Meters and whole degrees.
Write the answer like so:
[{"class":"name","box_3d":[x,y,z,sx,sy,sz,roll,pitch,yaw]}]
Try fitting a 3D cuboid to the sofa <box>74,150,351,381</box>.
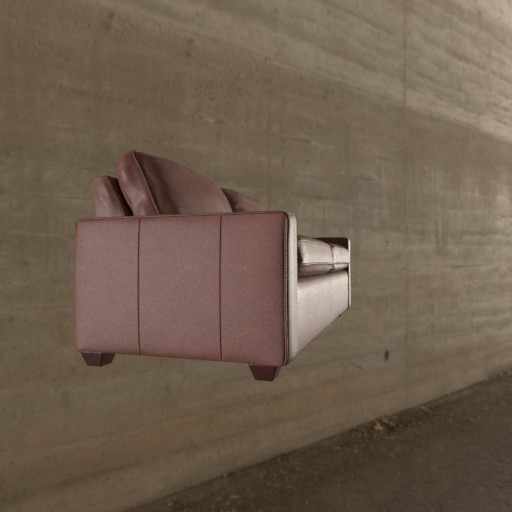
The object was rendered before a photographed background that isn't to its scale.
[{"class":"sofa","box_3d":[0.000,0.000,2.630,0.940,0.919,2.080,0,-1,18]}]
